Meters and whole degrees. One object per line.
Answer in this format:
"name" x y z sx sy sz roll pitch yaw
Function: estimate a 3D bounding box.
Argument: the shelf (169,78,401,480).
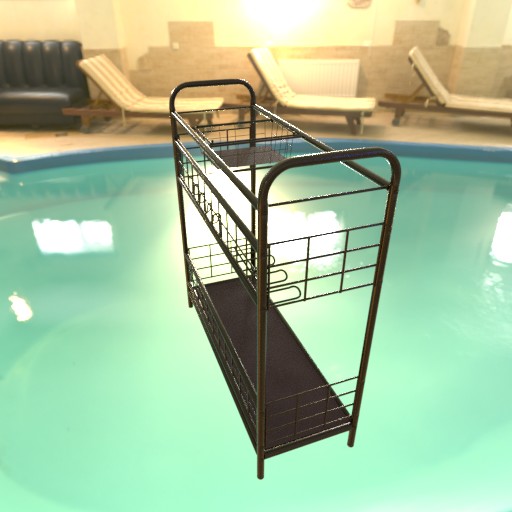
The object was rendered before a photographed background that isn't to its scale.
"shelf" 0.000 0.000 1.558 0.350 1.026 0.961 -11 32 -18
